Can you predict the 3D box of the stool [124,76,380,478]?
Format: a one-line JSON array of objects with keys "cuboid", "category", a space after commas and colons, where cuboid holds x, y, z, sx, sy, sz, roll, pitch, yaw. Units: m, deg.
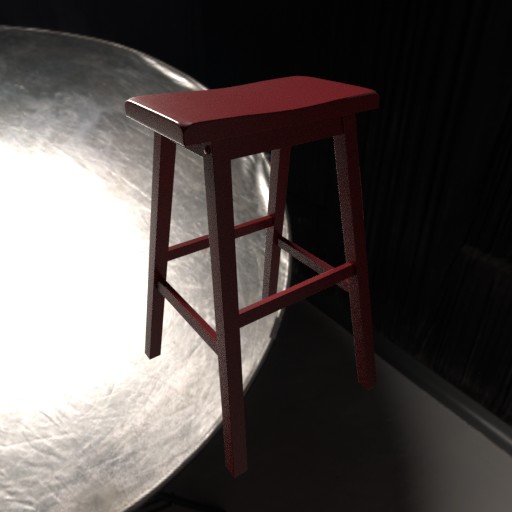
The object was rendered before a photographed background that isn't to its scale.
[{"cuboid": [0.000, 0.000, 1.053, 0.457, 0.737, 0.476, -20, 37, -30], "category": "stool"}]
